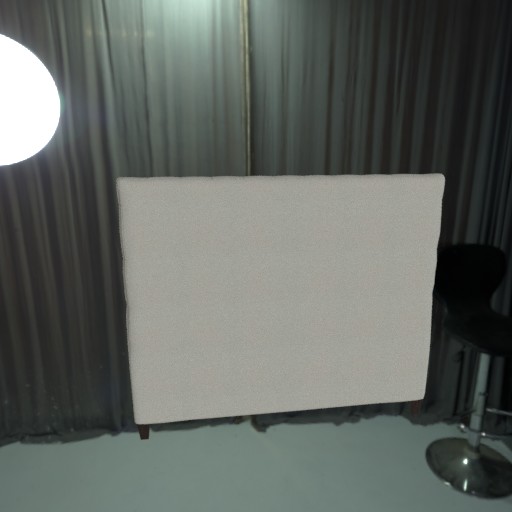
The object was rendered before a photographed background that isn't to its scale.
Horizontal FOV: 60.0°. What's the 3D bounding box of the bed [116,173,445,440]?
[{"bbox_3d":[0.000,0.000,3.492,1.698,1.427,2.387,-2,15,-8],"label":"bed"}]
